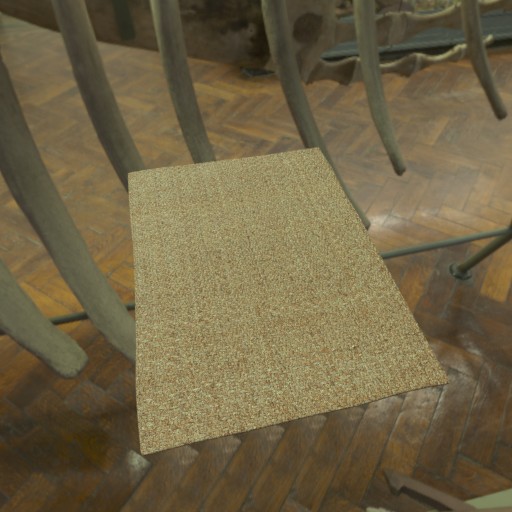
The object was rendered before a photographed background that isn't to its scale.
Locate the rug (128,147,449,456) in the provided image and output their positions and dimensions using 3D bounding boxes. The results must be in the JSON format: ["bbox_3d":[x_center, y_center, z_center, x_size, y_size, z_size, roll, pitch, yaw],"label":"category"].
[{"bbox_3d":[0.000,0.000,2.801,1.566,0.013,2.141,-10,48,-9],"label":"rug"}]
